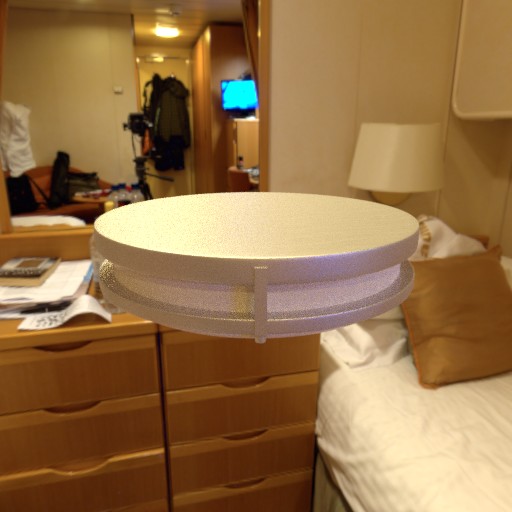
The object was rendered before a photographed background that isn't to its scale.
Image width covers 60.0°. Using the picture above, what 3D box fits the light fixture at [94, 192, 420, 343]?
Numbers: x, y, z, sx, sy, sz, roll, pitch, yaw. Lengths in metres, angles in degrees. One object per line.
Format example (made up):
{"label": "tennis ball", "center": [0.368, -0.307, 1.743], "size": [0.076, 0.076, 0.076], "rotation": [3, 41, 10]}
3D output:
{"label": "light fixture", "center": [0.000, 0.000, 0.524], "size": [0.356, 0.102, 0.356], "rotation": [0, 16, 0]}
